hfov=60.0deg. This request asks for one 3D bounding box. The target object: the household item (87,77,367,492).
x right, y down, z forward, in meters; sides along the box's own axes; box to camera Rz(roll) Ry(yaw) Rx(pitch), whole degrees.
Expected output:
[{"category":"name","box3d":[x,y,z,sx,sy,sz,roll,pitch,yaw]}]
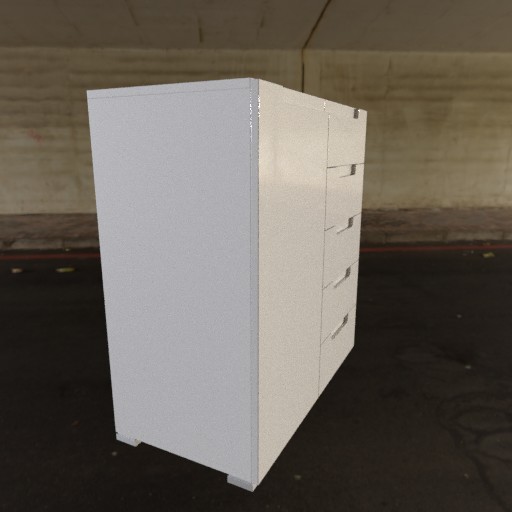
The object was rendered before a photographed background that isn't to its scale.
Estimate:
[{"category":"household item","box3d":[0.000,0.000,1.322,0.420,0.870,0.800,7,15,26]}]
